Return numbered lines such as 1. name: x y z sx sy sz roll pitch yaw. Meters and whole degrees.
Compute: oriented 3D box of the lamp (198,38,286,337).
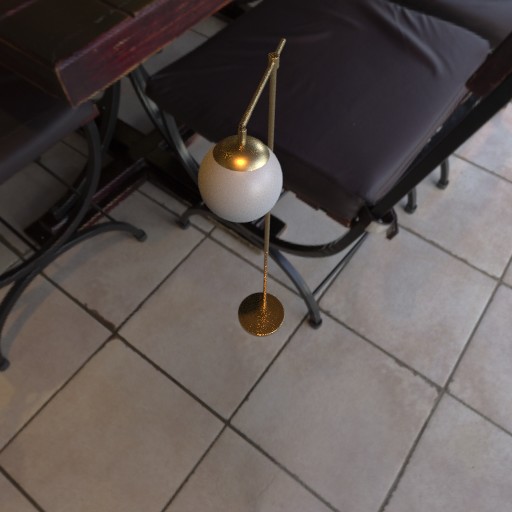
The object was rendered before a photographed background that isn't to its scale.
1. lamp: 0.000 0.000 1.696 0.249 1.505 0.476 16 60 9
